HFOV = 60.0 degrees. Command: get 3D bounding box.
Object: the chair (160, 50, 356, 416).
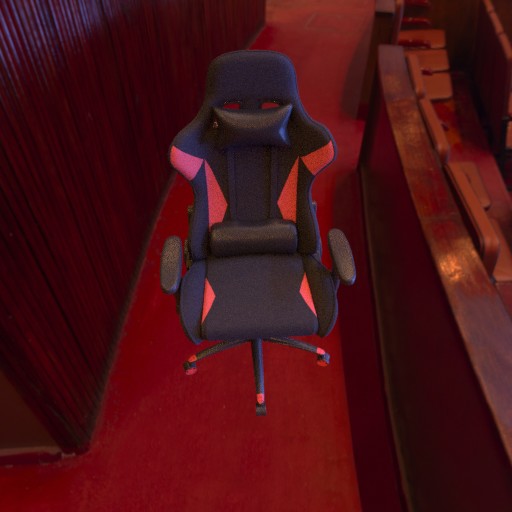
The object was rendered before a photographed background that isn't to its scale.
[{"bbox_3d":[0.000,0.000,1.684,0.695,1.326,0.658,-3,45,-3],"label":"chair"}]
